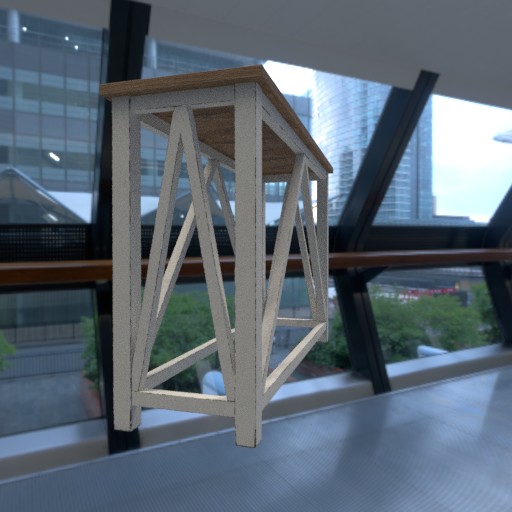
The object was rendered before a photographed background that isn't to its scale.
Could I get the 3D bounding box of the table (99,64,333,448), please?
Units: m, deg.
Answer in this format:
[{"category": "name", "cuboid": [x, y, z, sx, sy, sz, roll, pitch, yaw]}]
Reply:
[{"category": "table", "cuboid": [0.000, 0.000, 1.789, 0.450, 0.930, 1.400, 0, 1, 17]}]
